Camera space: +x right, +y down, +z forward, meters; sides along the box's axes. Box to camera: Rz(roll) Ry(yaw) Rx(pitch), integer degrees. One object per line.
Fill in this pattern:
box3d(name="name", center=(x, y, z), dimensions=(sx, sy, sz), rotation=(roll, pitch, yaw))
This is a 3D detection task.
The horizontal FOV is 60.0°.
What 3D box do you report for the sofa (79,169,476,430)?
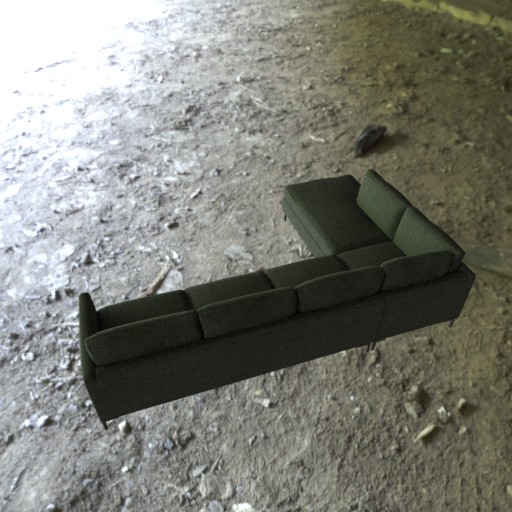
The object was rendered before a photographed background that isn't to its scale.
box3d(name="sofa", center=(0.000, 0.000, 3.875), dimensions=(2.949, 0.815, 2.007), rotation=(-12, 41, -15))
